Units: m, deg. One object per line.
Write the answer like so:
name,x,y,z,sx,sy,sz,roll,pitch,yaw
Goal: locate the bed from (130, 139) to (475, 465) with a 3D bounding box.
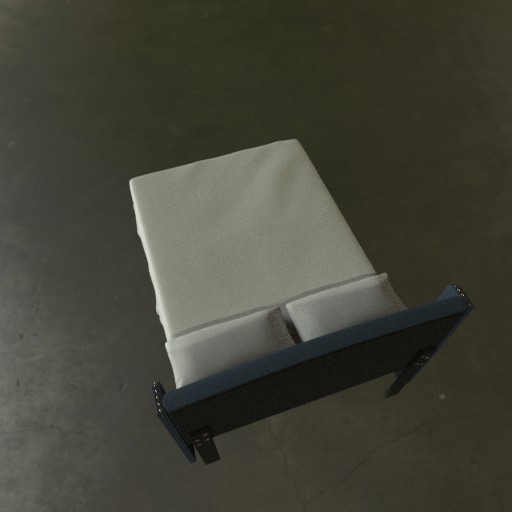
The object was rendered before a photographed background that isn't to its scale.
bed,0.000,0.000,3.272,1.710,1.407,2.237,-16,58,-10
